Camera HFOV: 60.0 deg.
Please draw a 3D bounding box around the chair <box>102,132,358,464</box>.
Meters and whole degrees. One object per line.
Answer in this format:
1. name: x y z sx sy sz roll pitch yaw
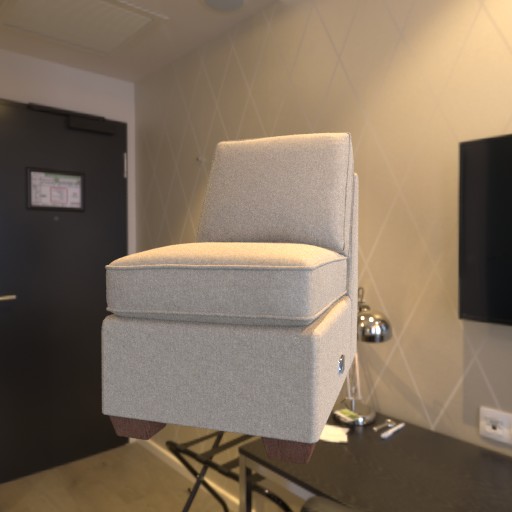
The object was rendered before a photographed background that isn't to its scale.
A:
1. chair: 0.000 0.000 1.660 0.674 1.058 1.020 0 2 18
